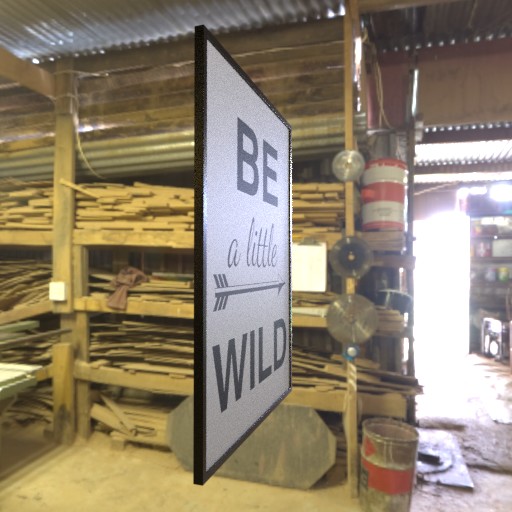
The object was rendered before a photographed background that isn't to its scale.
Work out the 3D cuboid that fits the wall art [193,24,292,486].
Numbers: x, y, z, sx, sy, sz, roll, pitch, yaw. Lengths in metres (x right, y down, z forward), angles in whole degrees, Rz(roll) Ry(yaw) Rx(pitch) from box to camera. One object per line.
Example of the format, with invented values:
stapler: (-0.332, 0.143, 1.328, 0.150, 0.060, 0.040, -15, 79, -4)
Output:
wall art: (0.000, 0.000, 0.770, 0.013, 0.582, 0.442, 0, -1, 19)
